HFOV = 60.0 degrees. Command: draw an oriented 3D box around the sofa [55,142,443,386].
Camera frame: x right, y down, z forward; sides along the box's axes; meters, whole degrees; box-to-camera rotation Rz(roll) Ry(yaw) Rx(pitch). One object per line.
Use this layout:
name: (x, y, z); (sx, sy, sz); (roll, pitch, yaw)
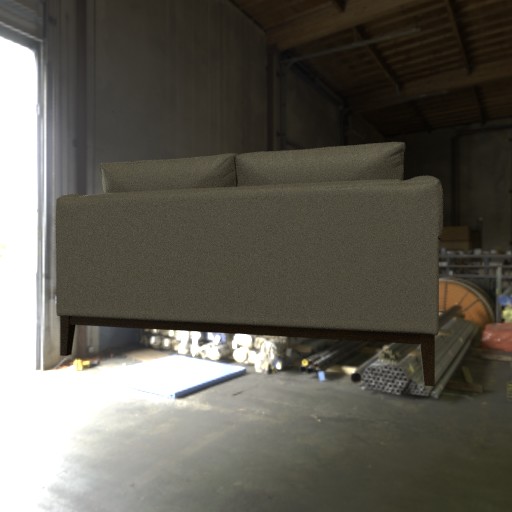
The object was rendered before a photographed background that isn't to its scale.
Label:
sofa: (0.000, 0.000, 2.123); (1.598, 0.873, 0.899); (0, 0, 18)
